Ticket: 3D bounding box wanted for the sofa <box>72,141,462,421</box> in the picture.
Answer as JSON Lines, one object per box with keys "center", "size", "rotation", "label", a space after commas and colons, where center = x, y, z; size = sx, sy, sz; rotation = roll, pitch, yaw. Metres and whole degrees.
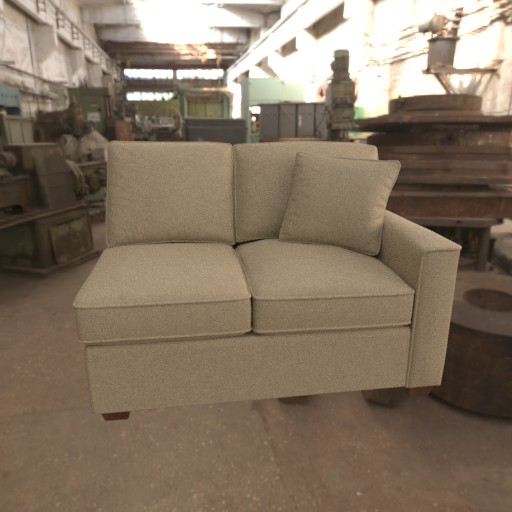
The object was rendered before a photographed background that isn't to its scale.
{"center": [0.000, 0.000, 2.000], "size": [1.388, 0.989, 0.991], "rotation": [-2, 17, -7], "label": "sofa"}
